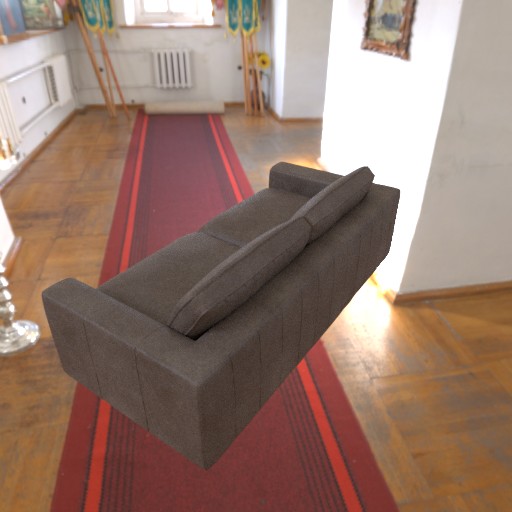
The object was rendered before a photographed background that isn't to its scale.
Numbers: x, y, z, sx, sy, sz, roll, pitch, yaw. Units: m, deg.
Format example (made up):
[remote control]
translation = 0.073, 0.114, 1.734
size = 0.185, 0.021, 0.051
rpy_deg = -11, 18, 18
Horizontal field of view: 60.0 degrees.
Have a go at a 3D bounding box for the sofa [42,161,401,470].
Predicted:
[sofa]
translation = 0.000, 0.000, 2.787
size = 1.070, 0.801, 2.262
rpy_deg = 20, 37, 29
